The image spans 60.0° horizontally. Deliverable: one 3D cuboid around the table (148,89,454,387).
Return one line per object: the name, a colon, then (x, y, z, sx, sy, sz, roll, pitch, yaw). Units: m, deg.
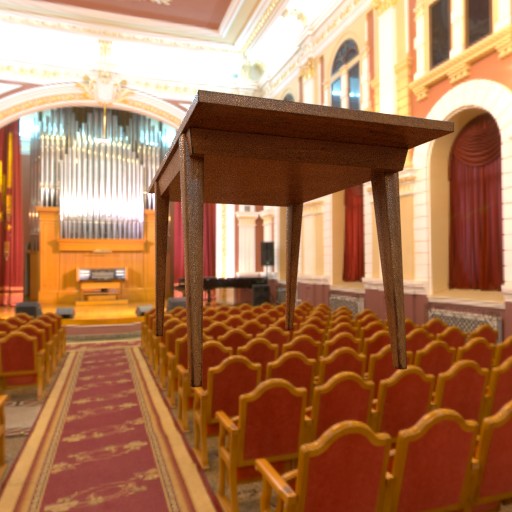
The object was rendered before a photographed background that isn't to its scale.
table: (0.000, 0.000, 1.834, 0.757, 0.760, 1.400, 0, -1, -18)
